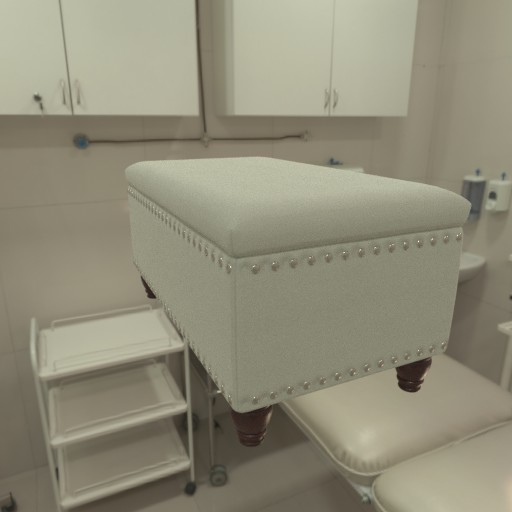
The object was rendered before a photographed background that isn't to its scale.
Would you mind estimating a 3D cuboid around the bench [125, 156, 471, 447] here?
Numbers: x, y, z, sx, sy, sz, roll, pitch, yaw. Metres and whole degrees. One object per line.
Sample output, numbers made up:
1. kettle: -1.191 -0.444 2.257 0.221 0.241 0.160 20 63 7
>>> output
1. bench: 0.000 0.000 1.181 0.500 0.449 0.887 -8 19 -24
